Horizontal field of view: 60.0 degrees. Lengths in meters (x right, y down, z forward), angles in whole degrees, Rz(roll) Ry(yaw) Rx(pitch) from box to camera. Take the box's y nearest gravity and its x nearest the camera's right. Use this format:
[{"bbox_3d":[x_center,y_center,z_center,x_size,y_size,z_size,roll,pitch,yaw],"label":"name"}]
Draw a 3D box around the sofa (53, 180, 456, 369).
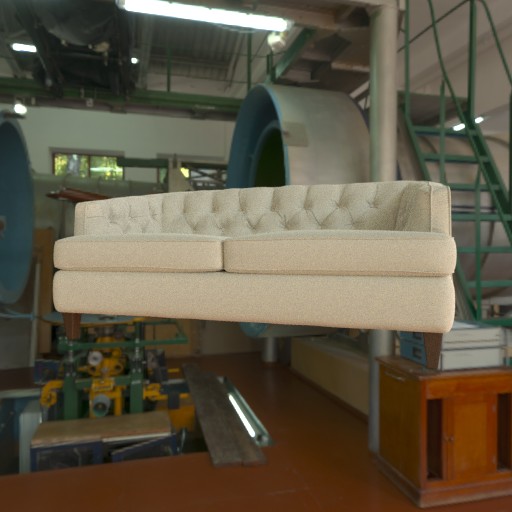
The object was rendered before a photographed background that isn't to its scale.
[{"bbox_3d":[0.000,0.000,2.198,1.733,0.855,0.941,0,1,19],"label":"sofa"}]
